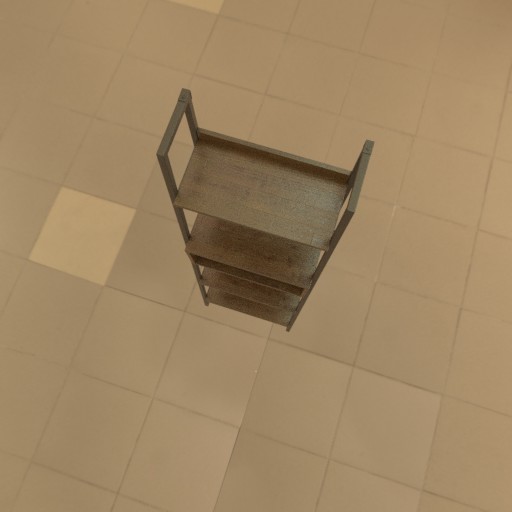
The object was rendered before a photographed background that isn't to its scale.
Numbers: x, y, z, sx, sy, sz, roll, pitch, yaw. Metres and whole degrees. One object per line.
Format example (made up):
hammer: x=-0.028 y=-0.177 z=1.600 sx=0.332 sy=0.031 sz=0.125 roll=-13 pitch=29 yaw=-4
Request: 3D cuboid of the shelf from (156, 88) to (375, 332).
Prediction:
shelf: x=0.000 y=0.000 z=2.350 sx=0.652 sy=2.005 sz=0.454 roll=17 pitch=76 yaw=4
